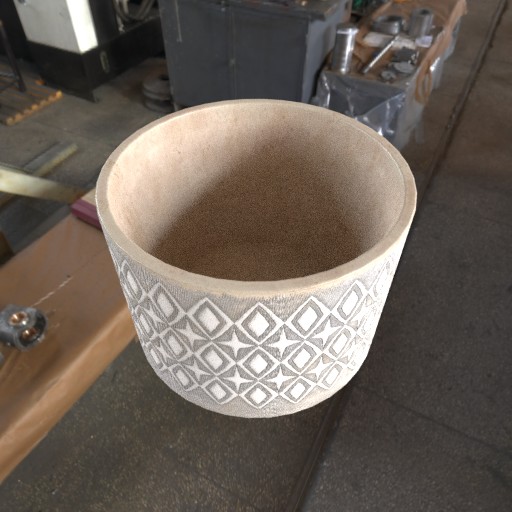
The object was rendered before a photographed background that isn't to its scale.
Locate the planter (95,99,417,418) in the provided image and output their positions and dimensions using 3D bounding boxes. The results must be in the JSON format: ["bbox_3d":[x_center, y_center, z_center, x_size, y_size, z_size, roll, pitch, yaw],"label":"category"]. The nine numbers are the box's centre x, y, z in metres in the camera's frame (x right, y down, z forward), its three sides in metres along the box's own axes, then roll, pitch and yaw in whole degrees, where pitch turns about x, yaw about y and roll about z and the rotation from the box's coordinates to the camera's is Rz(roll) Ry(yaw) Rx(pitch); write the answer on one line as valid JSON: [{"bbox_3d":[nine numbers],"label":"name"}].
[{"bbox_3d":[0.000,0.000,0.278,0.164,0.127,0.164,0,46,0],"label":"planter"}]
